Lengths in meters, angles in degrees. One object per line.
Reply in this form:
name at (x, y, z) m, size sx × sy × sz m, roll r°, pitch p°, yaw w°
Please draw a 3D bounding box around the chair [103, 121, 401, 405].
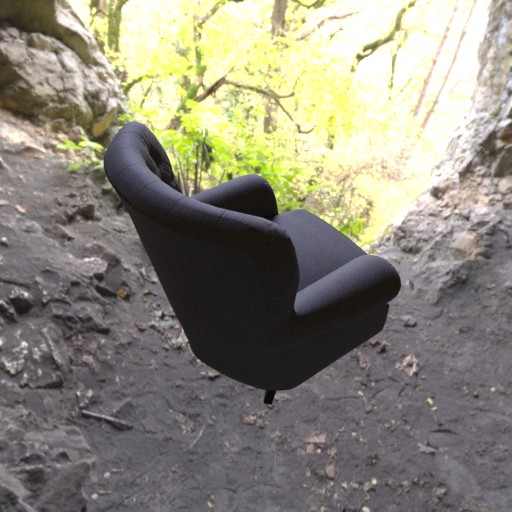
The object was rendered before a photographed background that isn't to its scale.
chair at (0.000, 0.000, 1.820) m, size 0.983 × 1.046 × 0.983 m, roll -26°, pitch 47°, yaw -27°
